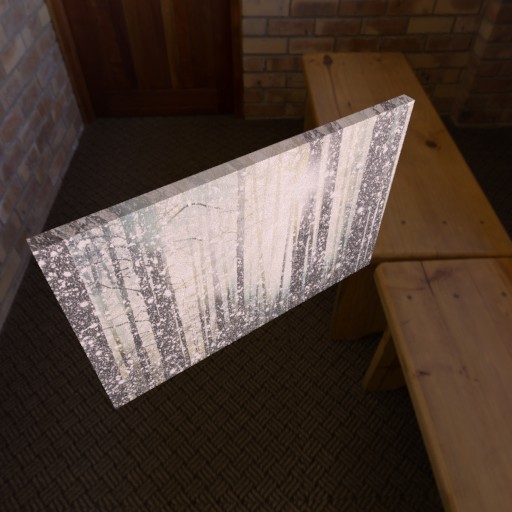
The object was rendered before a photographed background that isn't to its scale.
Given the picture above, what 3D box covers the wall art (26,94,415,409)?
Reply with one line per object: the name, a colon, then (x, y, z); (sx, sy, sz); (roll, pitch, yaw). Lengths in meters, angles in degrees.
wall art: (0.000, 0.000, 1.138); (0.919, 0.598, 0.038); (-26, 52, -23)
